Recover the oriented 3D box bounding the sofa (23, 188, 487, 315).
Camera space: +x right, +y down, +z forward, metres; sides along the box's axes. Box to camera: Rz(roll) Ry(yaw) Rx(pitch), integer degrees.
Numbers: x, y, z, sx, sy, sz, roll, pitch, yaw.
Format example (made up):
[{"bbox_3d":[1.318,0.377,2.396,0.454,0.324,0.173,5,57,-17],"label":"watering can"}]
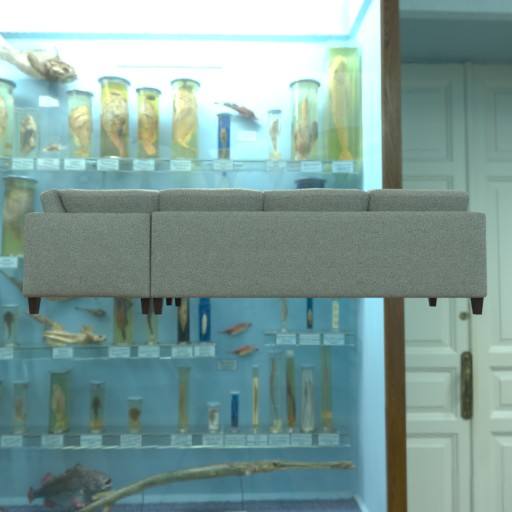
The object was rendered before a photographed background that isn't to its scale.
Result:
[{"bbox_3d":[0.000,0.000,4.356,3.333,0.934,2.522,0,-2,0],"label":"sofa"}]
